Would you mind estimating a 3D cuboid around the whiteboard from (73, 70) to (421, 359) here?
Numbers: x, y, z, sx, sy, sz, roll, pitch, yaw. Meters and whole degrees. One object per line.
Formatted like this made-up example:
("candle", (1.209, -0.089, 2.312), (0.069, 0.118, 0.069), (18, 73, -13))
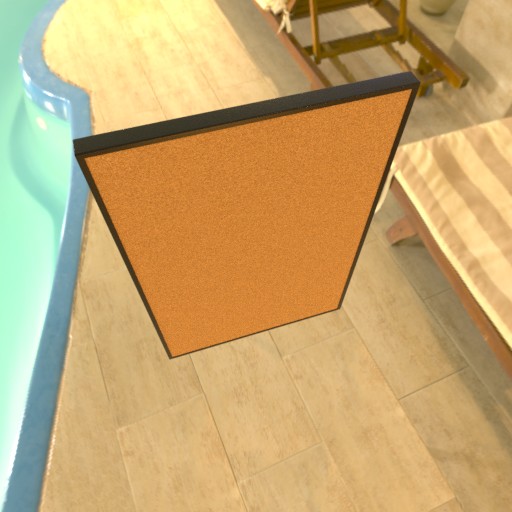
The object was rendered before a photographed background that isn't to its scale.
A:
("whiteboard", (0.000, 0.000, 0.758), (0.406, 0.611, 0.026), (-15, 58, -9))
